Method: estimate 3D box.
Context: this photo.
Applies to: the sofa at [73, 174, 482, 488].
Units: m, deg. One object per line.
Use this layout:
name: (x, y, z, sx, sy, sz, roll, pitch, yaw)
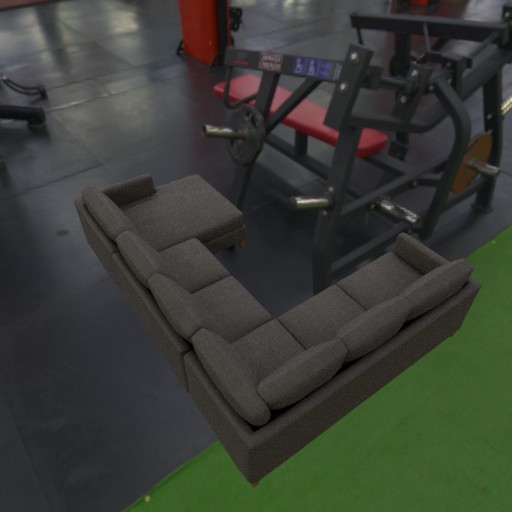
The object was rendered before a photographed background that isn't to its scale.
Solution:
sofa: (0.000, 0.000, 4.611, 2.594, 0.961, 3.460, -26, 49, -25)
